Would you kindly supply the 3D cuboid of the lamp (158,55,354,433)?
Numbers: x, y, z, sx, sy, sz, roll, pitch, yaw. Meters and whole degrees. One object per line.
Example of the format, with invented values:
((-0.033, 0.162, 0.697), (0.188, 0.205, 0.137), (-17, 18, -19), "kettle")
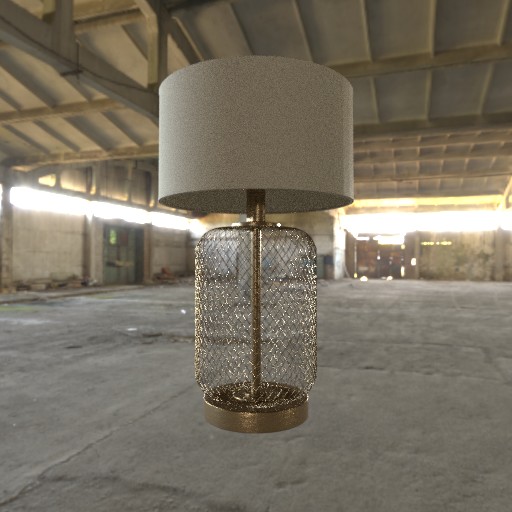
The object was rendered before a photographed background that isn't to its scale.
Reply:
((0.000, 0.000, 0.816), (0.353, 0.578, 0.353), (0, -1, 0), "lamp")
